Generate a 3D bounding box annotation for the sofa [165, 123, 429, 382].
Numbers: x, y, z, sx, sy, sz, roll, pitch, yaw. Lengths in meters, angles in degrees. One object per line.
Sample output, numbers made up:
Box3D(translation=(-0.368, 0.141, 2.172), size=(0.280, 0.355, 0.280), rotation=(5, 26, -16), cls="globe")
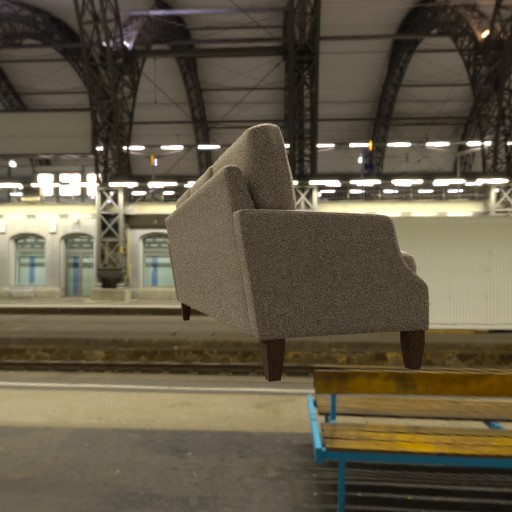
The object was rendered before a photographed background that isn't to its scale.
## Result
Box3D(translation=(0.000, 0.000, 2.703), size=(0.888, 0.984, 2.115), rotation=(1, -2, -18), cls="sofa")
